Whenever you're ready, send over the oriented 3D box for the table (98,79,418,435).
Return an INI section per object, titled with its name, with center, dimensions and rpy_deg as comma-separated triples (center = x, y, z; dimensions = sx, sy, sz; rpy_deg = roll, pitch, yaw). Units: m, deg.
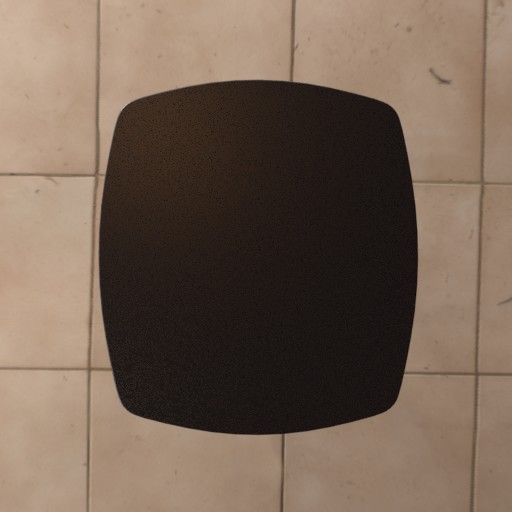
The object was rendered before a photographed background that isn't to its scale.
[table]
center = 0.000, 0.000, 0.858
dimensions = 0.457, 0.457, 0.508
rpy_deg = 0, 91, -1
